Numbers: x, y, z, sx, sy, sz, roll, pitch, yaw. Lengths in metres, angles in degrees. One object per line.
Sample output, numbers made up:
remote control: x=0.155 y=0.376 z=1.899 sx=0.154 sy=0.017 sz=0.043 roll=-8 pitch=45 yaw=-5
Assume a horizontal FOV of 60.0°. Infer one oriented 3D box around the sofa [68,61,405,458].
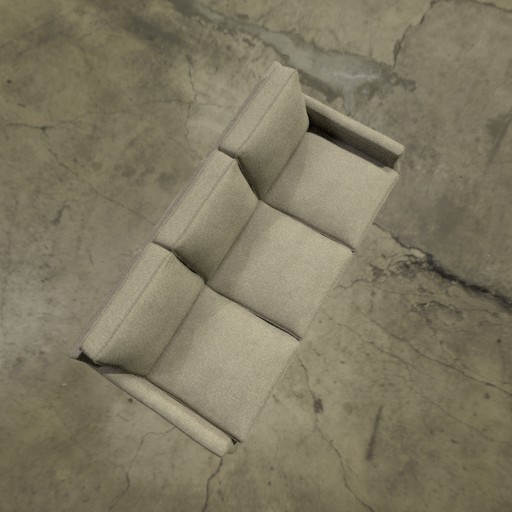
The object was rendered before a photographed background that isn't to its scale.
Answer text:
sofa: x=0.000 y=0.000 z=2.867 sx=1.084 sy=1.003 sz=2.246 roll=31 pitch=78 yaw=7
